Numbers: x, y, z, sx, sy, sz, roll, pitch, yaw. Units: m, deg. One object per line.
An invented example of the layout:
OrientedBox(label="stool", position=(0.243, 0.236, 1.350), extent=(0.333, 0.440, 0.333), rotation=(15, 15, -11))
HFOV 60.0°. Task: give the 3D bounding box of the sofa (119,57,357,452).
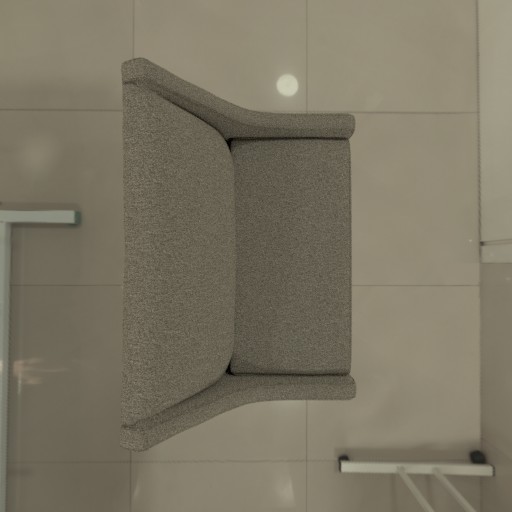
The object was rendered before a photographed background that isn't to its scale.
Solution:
OrientedBox(label="sofa", position=(0.000, 0.000, 1.860), extent=(0.862, 1.026, 1.242), rotation=(0, 89, -1))
